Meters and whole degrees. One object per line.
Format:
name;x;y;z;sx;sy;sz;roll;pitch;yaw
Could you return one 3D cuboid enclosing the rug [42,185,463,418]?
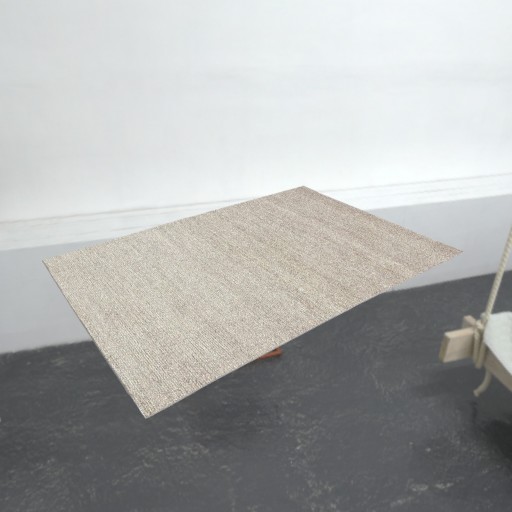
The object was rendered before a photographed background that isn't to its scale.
rug;0.000;0.000;2.973;2.342;0.030;1.609;-20;35;-31
